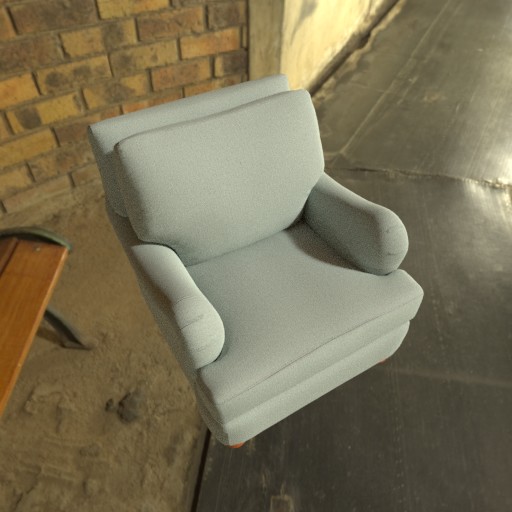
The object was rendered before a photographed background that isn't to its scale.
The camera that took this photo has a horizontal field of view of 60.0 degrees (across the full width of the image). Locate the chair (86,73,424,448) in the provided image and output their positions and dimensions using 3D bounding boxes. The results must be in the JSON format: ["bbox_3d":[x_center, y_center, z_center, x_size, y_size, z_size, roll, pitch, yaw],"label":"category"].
[{"bbox_3d":[0.000,0.000,1.831,0.955,1.038,1.070,-23,51,-20],"label":"chair"}]
